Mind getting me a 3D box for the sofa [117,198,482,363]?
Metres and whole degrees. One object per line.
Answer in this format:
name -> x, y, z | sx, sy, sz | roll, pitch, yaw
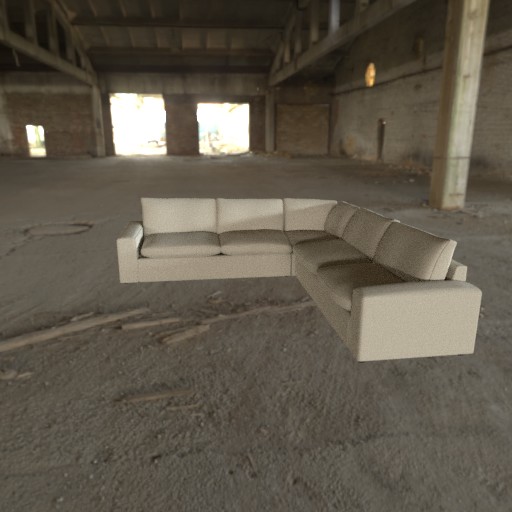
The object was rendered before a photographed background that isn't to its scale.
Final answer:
sofa -> 0.000, 0.000, 4.747 | 3.066, 0.918, 3.206 | -2, 16, -8
